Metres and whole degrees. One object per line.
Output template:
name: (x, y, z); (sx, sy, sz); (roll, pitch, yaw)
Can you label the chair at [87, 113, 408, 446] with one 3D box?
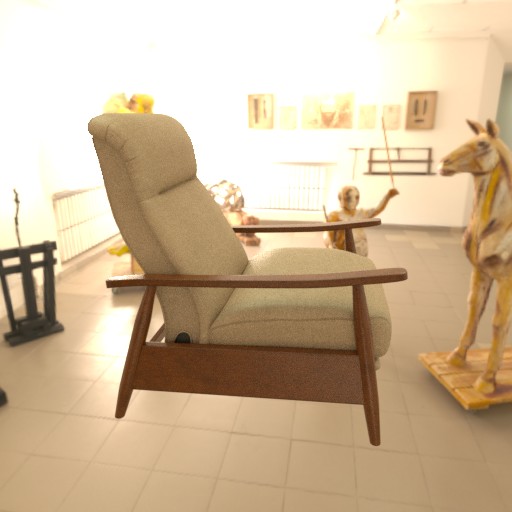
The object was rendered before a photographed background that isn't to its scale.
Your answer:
chair: (0.000, 0.000, 1.763); (1.030, 1.082, 0.762); (3, 18, 8)
